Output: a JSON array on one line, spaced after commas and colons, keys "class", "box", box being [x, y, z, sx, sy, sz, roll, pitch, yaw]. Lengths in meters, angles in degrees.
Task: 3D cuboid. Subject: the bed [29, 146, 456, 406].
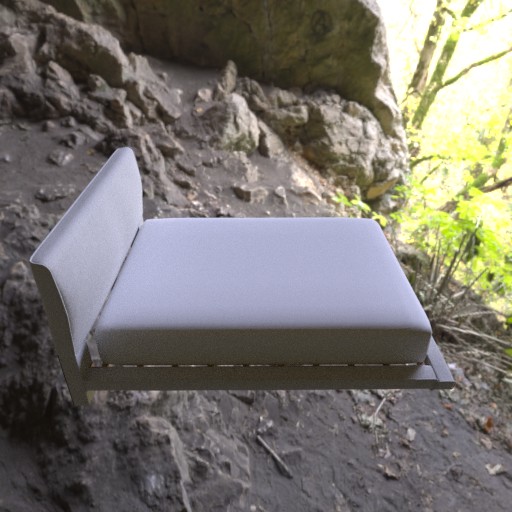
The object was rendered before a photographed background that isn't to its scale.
[{"class": "bed", "box": [0.000, 0.000, 3.228, 2.368, 1.067, 1.840, 0, 32, 0]}]
